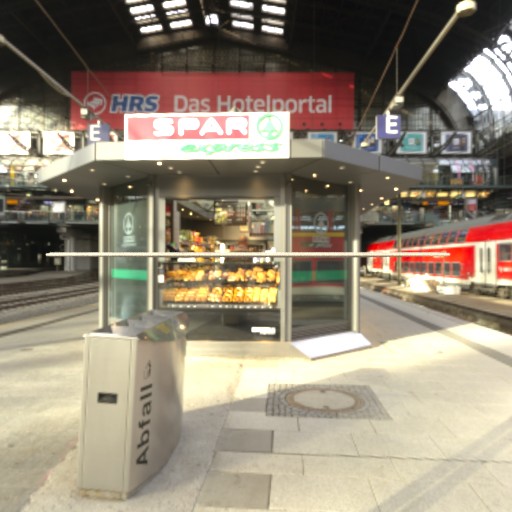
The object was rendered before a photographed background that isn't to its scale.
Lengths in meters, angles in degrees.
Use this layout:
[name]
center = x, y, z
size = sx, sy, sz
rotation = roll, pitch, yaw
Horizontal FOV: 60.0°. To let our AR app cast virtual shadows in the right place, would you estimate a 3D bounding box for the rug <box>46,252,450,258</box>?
[rug]
center = 0.000, 0.000, 2.859
size = 1.608, 0.014, 2.213
rotation = 0, 0, 2
